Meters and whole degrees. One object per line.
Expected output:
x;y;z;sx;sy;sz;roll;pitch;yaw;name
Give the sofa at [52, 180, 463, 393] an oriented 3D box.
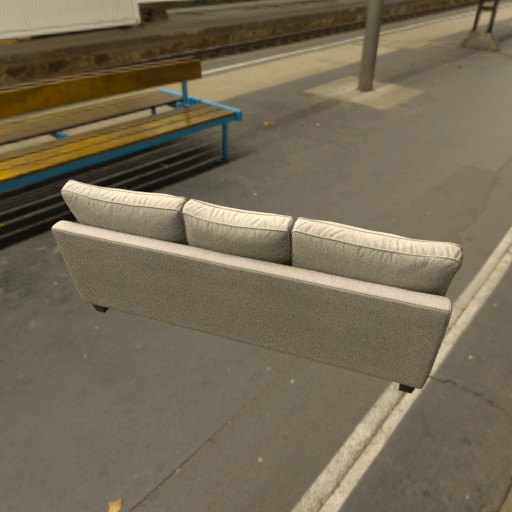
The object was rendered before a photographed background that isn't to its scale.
0.000;0.000;2.908;2.323;0.991;1.016;11;36;16;sofa
